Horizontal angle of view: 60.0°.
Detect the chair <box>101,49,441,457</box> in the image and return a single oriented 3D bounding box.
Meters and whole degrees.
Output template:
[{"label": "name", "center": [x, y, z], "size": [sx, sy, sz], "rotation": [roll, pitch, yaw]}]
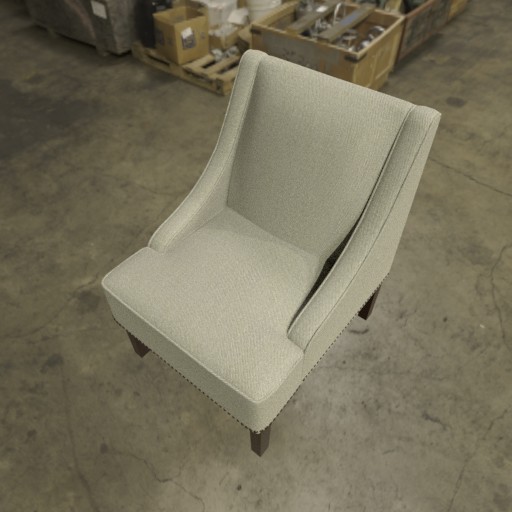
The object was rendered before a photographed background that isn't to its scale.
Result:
[{"label": "chair", "center": [0.000, 0.000, 1.359], "size": [0.628, 0.872, 0.748], "rotation": [31, 54, 25]}]
